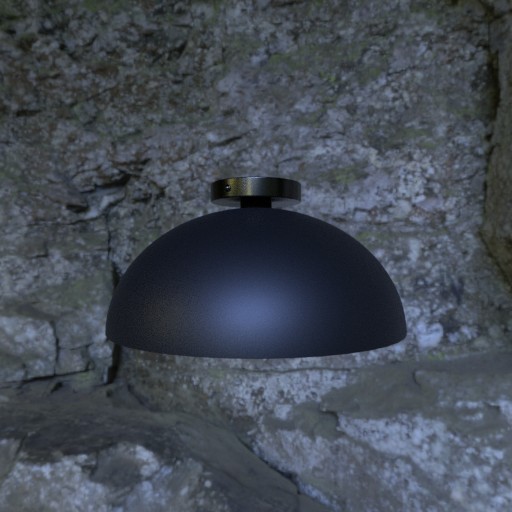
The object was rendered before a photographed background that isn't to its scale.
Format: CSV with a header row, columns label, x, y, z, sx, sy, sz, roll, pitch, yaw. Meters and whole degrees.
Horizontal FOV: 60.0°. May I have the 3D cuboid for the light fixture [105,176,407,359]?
label,x,y,z,sx,sy,sz,roll,pitch,yaw
light fixture,0.000,0.000,0.552,0.355,0.177,0.355,0,-1,0
